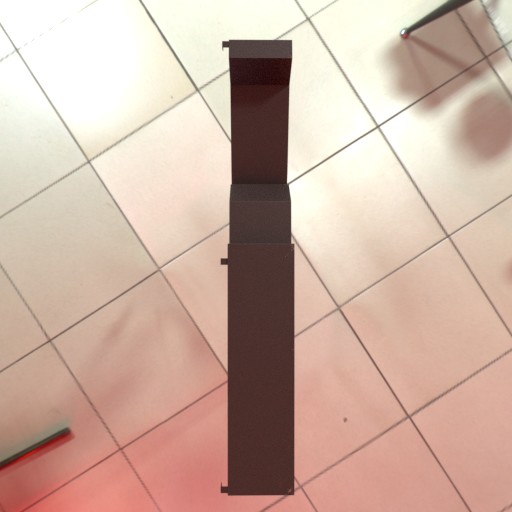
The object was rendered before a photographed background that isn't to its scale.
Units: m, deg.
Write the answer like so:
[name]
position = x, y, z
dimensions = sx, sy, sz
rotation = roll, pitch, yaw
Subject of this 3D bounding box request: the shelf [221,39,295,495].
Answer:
[shelf]
position = 0.000, 0.000, 0.893
dimensions = 0.112, 0.439, 0.729
rotation = 0, 90, -1
